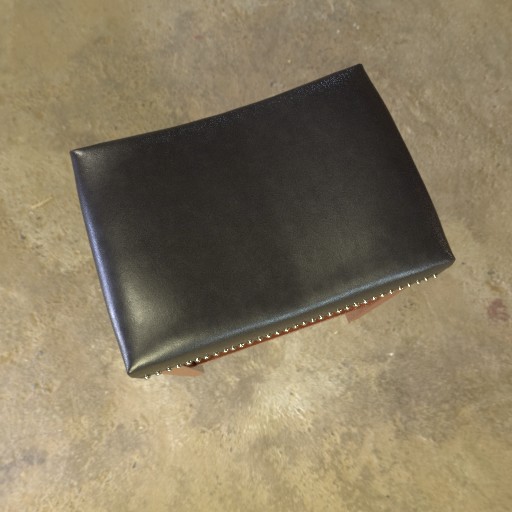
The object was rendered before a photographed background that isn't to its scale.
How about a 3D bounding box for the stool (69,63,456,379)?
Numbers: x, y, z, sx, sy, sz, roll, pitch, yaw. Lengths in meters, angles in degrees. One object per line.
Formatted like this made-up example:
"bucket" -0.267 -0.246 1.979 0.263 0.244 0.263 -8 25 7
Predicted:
"stool" 0.000 0.000 0.948 0.504 0.654 0.372 -18 76 -5
